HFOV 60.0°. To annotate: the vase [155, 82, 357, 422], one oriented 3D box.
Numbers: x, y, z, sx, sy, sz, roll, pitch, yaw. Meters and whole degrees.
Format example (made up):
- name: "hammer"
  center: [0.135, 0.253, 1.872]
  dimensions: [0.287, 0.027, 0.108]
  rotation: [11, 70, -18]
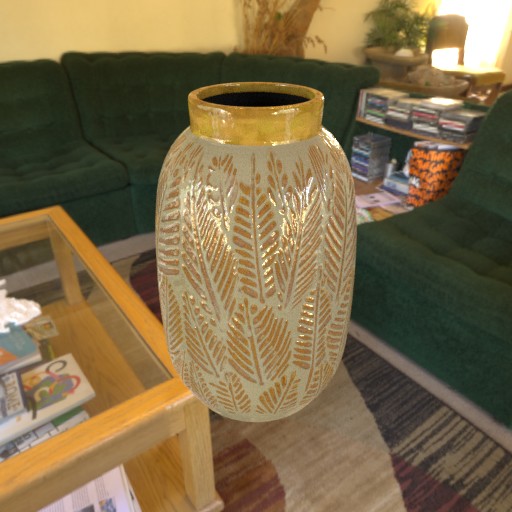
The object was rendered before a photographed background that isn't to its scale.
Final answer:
- name: "vase"
  center: [0.000, 0.000, 0.385]
  dimensions: [0.172, 0.270, 0.172]
  rotation: [0, 31, 0]
